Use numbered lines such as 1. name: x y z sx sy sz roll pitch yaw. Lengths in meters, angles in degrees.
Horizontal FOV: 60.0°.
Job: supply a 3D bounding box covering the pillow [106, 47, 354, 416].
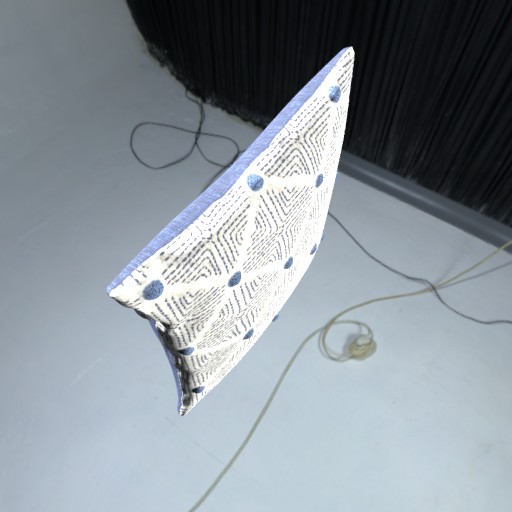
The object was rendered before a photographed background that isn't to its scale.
1. pillow: 0.000 0.000 0.760 0.145 0.510 0.510 30 63 18
